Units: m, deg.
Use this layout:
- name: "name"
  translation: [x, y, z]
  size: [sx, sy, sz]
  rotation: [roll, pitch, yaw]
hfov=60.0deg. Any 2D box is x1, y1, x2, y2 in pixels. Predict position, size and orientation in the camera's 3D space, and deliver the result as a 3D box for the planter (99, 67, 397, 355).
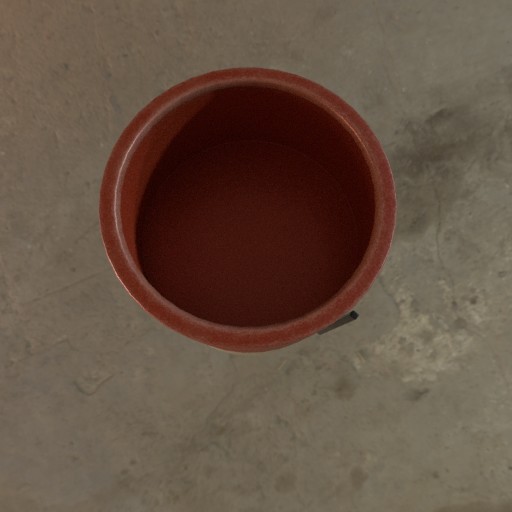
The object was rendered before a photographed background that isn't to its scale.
- name: "planter"
  translation: [0.000, 0.000, 0.514]
  size: [0.251, 0.354, 0.235]
  rotation: [38, 79, 8]
